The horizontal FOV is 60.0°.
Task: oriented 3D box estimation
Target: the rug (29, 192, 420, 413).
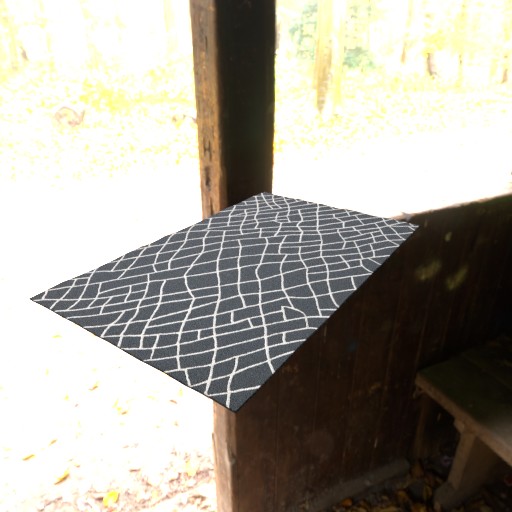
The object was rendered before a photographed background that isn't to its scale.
[{"bbox_3d":[0.000,0.000,3.084,1.529,0.017,2.448,17,31,31],"label":"rug"}]
